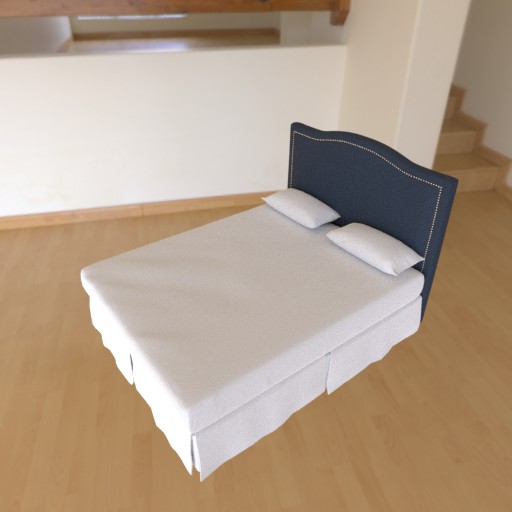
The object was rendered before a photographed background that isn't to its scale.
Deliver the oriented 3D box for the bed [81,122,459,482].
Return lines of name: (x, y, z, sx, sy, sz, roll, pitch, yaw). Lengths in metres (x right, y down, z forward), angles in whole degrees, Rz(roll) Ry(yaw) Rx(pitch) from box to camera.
bed: (0.000, 0.000, 3.416, 2.282, 1.436, 1.821, -22, 39, -30)
